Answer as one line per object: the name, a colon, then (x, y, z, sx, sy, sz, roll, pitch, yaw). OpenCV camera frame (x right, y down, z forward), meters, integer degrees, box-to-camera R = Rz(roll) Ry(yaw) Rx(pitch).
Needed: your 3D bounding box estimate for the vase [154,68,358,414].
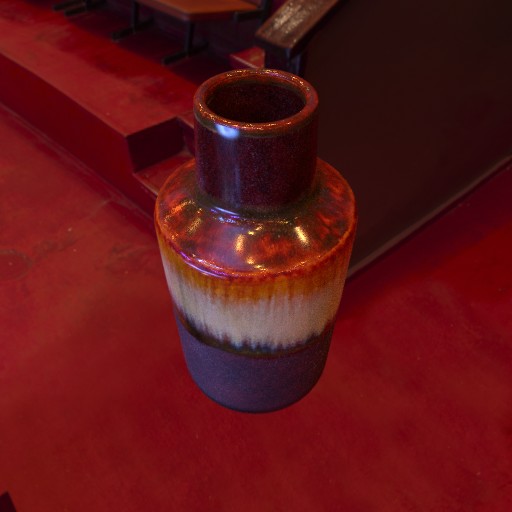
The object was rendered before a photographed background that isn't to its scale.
vase: (0.000, 0.000, 0.264, 0.108, 0.204, 0.108, 0, 47, 0)
